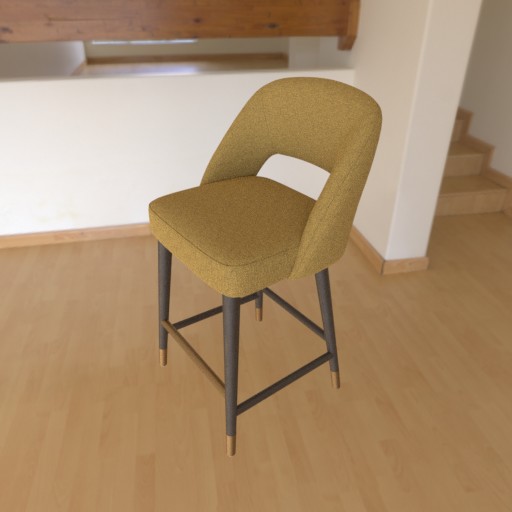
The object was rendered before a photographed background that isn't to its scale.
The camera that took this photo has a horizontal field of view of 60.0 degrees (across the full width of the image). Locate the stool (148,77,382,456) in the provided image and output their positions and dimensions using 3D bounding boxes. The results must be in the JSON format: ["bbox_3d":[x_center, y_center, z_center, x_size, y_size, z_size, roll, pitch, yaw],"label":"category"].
[{"bbox_3d":[0.000,0.000,1.309,0.522,0.939,0.536,-20,36,-30],"label":"stool"}]
